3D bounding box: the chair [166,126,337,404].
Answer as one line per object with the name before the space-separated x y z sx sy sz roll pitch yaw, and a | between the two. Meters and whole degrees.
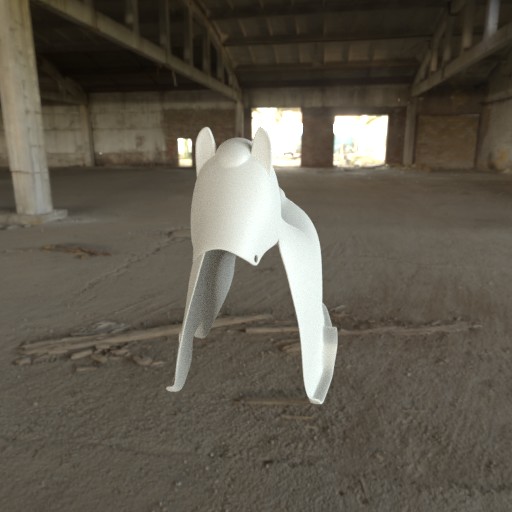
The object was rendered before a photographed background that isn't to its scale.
chair | 0.000 0.000 1.128 0.429 0.612 0.800 2 14 9
